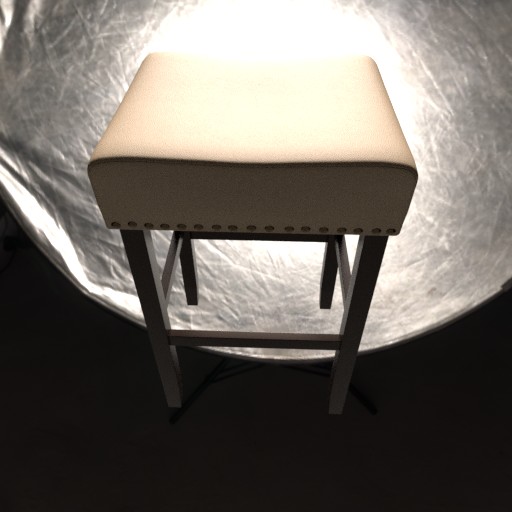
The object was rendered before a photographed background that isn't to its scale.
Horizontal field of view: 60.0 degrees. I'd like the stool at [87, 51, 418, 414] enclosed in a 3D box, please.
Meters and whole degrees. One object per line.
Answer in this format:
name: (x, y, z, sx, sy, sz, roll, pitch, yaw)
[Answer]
stool: (0.000, 0.000, 1.007, 0.471, 0.762, 0.401, 1, 45, 1)
